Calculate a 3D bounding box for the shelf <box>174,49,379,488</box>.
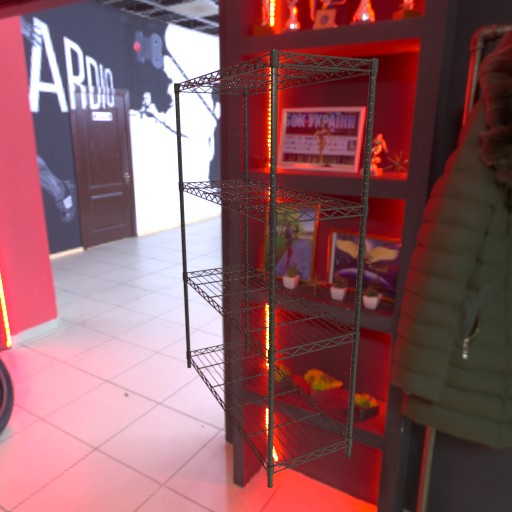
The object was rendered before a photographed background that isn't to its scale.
[{"bbox_3d":[0.000,0.000,1.774,0.352,1.361,0.907,-8,17,-25],"label":"shelf"}]
